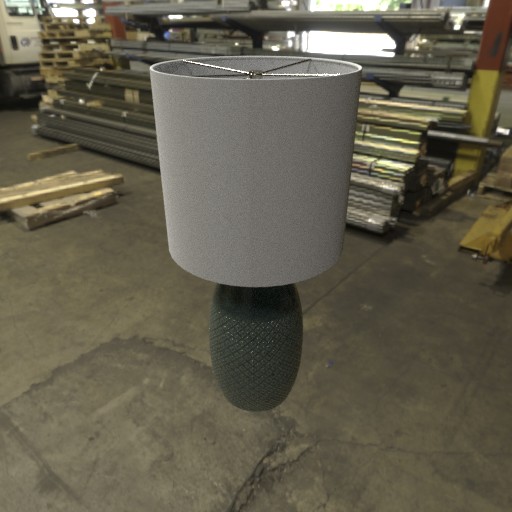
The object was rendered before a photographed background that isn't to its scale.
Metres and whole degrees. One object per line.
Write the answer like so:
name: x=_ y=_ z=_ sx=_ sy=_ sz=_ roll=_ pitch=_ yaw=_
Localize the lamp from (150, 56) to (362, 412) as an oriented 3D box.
lamp: x=0.000 y=0.000 z=0.570 sx=0.217 sy=0.453 sz=0.217 roll=21 pitch=35 yaw=33
